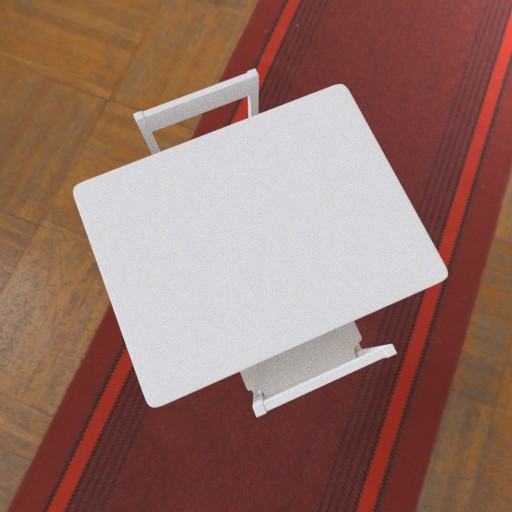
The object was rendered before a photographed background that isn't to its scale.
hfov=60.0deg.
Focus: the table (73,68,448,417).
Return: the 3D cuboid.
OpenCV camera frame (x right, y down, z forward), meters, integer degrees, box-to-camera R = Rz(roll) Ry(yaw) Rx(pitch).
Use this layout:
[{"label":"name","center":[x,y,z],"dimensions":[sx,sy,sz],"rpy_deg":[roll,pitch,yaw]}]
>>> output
[{"label":"table","center":[0.000,0.000,1.130],"dimensions":[0.650,0.503,0.672],"rpy_deg":[-23,77,-6]}]
